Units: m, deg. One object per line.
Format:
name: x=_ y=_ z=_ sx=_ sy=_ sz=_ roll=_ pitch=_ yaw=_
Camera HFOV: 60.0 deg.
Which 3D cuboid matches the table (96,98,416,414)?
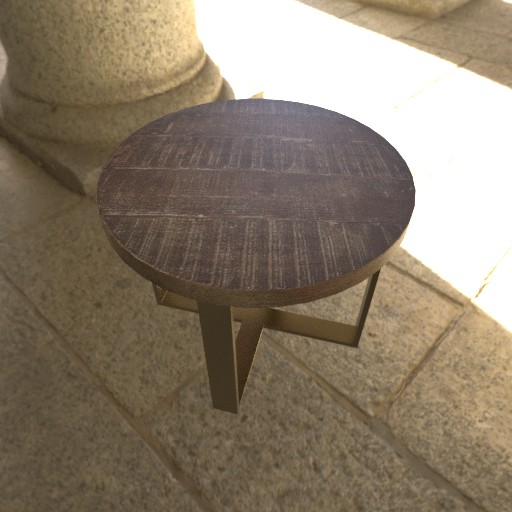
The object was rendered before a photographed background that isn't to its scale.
table: x=0.000 y=0.000 z=0.952 sx=0.557 sy=0.437 sz=0.557 roll=0 pitch=46 yaw=0
